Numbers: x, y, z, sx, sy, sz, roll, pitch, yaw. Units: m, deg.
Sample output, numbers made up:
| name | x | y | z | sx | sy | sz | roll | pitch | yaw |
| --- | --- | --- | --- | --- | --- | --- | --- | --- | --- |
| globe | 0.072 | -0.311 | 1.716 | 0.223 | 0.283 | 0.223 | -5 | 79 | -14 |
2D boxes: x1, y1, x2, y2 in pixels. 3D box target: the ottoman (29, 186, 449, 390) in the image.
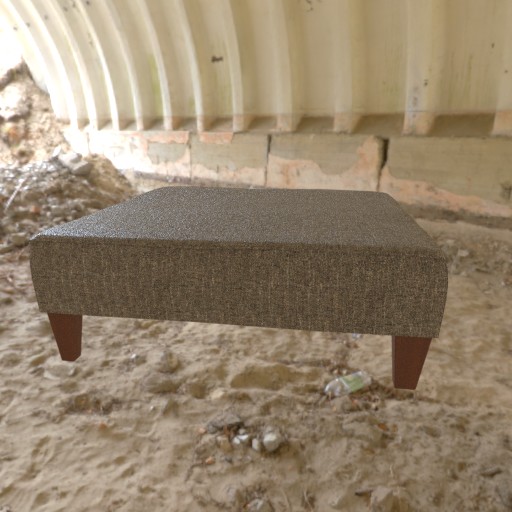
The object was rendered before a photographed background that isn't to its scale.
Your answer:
| name | x | y | z | sx | sy | sz | roll | pitch | yaw |
| --- | --- | --- | --- | --- | --- | --- | --- | --- | --- |
| ottoman | 0.000 | 0.000 | 1.515 | 1.016 | 0.379 | 0.981 | 2 | 16 | 8 |
